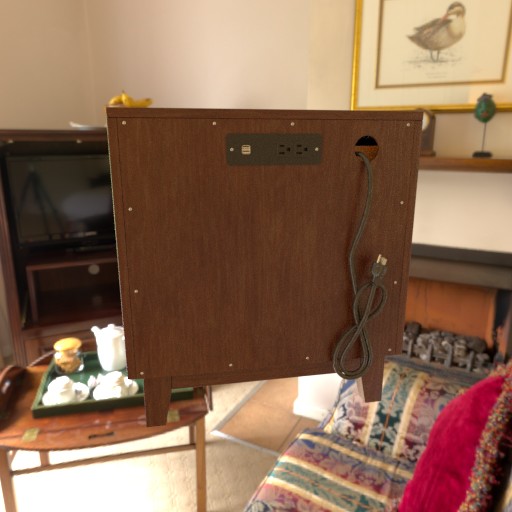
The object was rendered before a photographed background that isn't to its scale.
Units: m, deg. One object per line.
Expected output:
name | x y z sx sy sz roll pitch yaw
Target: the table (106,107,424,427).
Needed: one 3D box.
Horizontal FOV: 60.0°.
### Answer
table | 0.000 0.000 1.004 0.557 0.609 0.449 -3 15 -10
